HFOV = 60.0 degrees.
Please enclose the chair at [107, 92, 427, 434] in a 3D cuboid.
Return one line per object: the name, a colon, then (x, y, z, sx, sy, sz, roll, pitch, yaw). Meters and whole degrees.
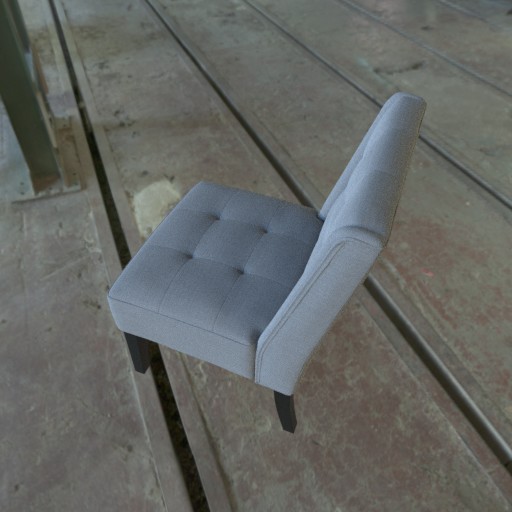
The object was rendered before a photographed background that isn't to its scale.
chair: (0.000, 0.000, 1.272, 0.676, 0.853, 0.569, 16, 48, 15)
